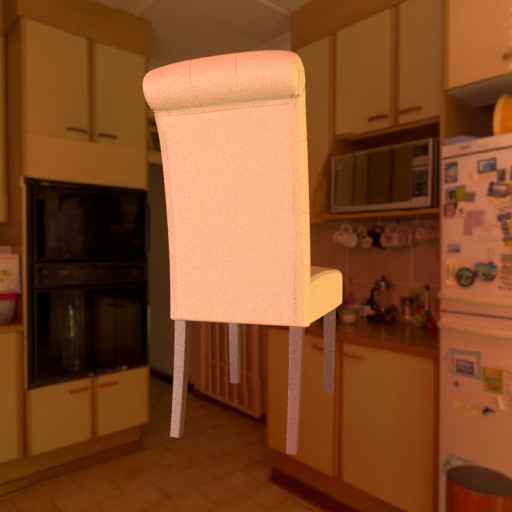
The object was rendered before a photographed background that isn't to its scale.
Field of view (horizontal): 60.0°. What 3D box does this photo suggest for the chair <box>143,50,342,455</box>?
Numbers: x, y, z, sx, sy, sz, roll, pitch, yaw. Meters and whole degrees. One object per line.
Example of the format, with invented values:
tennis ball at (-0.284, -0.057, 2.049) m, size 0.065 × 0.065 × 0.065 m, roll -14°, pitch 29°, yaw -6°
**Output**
chair at (0.000, 0.000, 1.389) m, size 0.456 × 1.006 × 0.671 m, roll 0°, pitch 1°, yaw 18°
